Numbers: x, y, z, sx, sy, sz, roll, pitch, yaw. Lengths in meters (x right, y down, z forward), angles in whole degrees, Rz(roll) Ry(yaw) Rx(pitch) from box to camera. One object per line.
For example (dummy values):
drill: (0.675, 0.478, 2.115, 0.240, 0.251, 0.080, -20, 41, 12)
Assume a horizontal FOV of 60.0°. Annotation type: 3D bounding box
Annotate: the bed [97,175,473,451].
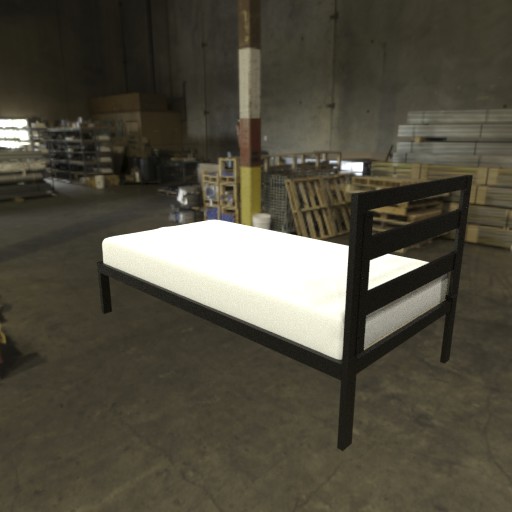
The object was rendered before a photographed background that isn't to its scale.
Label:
bed: (0.000, 0.000, 2.530, 1.930, 0.967, 0.991, 15, 21, 43)
